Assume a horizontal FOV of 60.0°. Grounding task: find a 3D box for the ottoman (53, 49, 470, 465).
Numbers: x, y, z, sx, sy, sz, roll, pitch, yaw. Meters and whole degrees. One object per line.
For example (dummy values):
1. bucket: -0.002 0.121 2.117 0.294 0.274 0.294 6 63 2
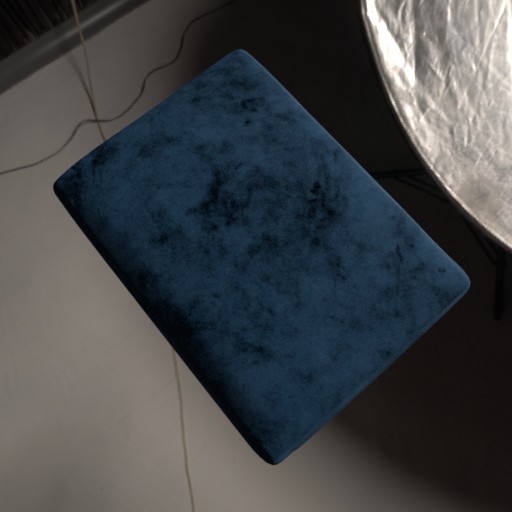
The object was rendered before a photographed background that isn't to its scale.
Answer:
1. ottoman: 0.000 0.000 1.131 0.572 0.503 0.773 -39 79 -9
